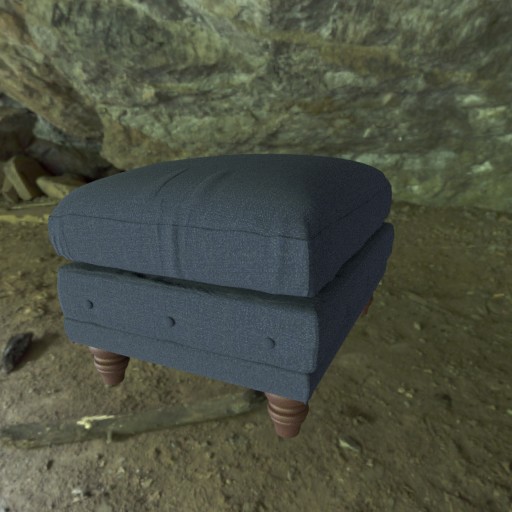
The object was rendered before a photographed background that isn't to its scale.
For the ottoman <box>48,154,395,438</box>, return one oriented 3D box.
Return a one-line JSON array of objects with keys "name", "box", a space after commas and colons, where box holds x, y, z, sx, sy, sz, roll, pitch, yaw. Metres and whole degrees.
[{"name": "ottoman", "box": [0.000, 0.000, 1.100, 0.558, 0.486, 0.767, 7, 17, 24]}]
